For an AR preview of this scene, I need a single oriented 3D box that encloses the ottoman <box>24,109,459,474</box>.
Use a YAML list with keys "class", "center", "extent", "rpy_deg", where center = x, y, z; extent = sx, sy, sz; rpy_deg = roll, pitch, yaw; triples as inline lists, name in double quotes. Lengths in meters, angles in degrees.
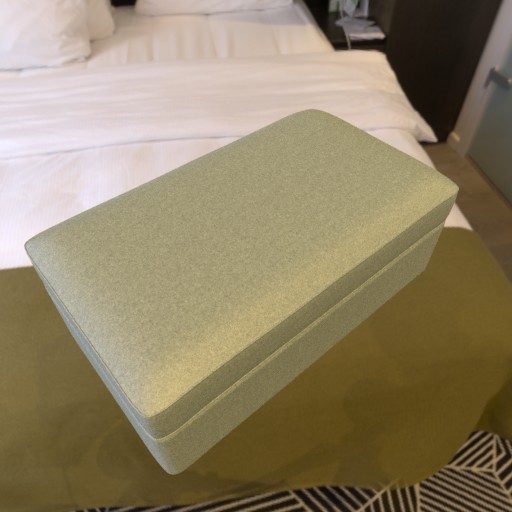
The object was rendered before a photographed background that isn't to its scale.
- class: "ottoman"
  center: [0.000, 0.000, 1.463]
  extent: [1.173, 0.494, 0.681]
  rpy_deg: [-32, 55, -26]
